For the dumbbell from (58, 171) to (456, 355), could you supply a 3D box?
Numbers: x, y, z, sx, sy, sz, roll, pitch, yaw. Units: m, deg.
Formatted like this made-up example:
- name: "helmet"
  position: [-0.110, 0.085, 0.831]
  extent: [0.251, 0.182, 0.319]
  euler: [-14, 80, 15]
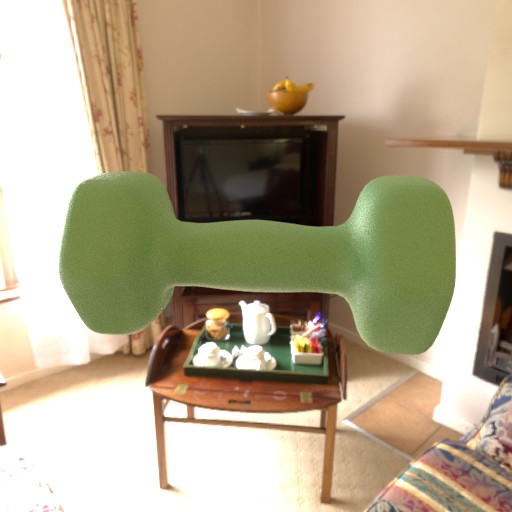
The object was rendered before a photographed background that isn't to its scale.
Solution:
- name: "dumbbell"
  position: [0.000, 0.000, 0.316]
  extent: [0.257, 0.114, 0.126]
  euler: [2, 17, 8]
